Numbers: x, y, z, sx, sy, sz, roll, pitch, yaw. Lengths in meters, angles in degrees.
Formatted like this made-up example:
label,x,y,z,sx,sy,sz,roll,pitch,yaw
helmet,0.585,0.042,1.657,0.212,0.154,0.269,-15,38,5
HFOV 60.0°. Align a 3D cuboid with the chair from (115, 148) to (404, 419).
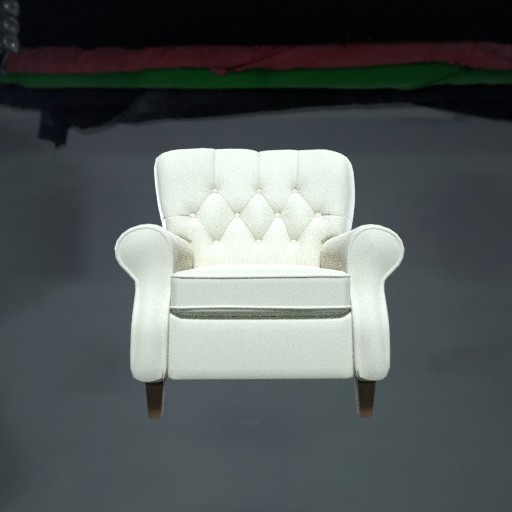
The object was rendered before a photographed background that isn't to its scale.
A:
label,x,y,z,sx,sy,sz,roll,pitch,yaw
chair,0.000,0.000,2.033,1.035,1.169,1.132,0,0,-1
